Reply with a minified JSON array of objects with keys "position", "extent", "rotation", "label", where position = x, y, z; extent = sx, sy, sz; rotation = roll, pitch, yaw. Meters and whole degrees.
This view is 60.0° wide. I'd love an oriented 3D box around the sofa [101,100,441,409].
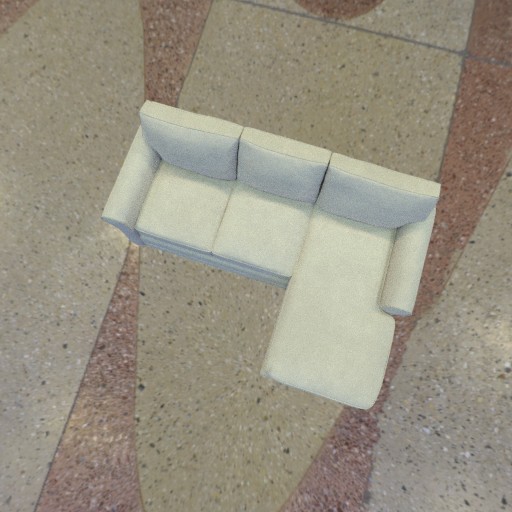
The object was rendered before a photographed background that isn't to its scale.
[{"position":[0.000,0.000,2.477],"extent":[1.770,0.734,1.226],"rotation":[17,76,4],"label":"sofa"}]
